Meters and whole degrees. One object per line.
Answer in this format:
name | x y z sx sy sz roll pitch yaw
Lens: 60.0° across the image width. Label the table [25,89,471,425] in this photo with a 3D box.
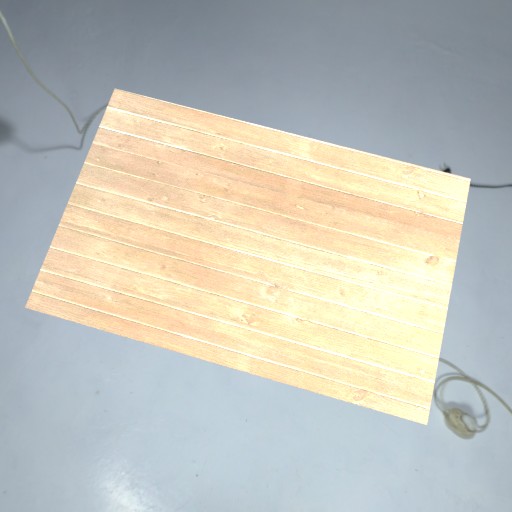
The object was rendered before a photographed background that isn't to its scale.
table | 0.000 0.000 1.669 1.299 0.413 0.827 15 76 4
